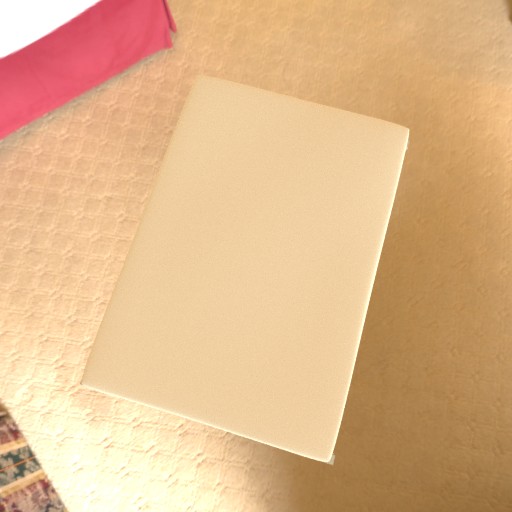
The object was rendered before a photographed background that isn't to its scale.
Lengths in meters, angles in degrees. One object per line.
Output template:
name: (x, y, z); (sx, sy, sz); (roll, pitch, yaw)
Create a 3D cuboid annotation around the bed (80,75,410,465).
bed: (0.000, 0.000, 2.645); (1.460, 0.510, 1.985); (16, 77, 4)
